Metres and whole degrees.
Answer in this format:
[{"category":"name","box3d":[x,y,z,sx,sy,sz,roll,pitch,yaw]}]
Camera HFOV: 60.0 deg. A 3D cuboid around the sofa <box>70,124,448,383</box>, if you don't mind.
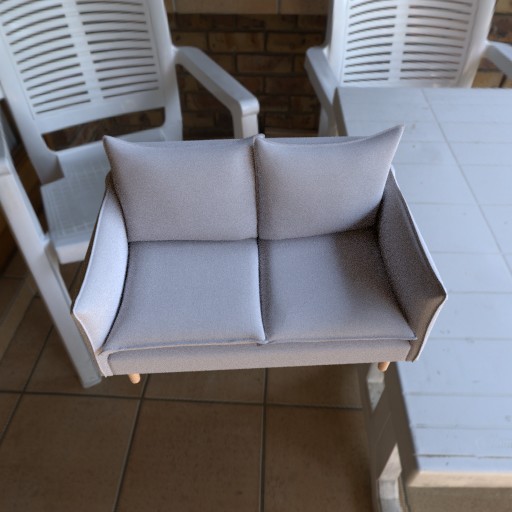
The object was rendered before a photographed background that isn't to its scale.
[{"category":"sofa","box3d":[0.000,0.000,1.834,1.300,0.840,0.820,-2,45,-2]}]
